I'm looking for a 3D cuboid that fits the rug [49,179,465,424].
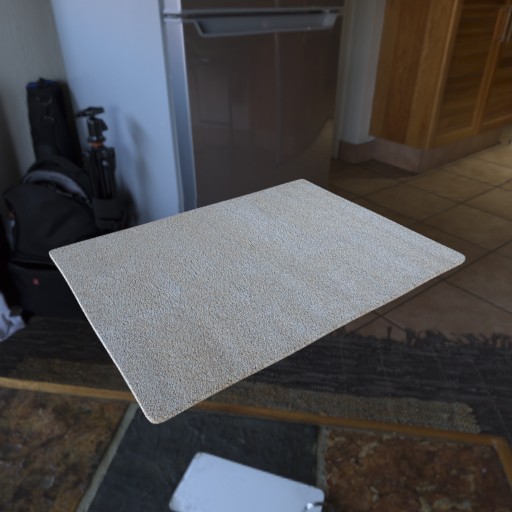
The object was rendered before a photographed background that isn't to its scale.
[{"bbox_3d":[0.000,0.000,2.112,1.600,0.025,1.199,-20,37,-29],"label":"rug"}]
